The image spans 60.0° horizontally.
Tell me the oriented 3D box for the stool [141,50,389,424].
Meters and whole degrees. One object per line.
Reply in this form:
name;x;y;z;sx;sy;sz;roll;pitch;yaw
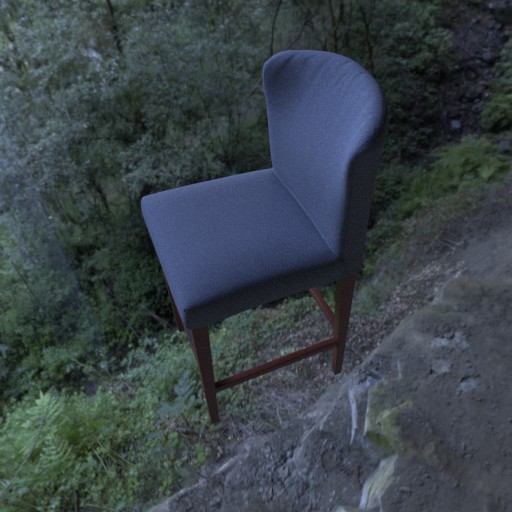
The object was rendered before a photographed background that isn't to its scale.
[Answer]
stool;0.000;0.000;1.353;0.568;1.069;0.481;-17;49;-15
